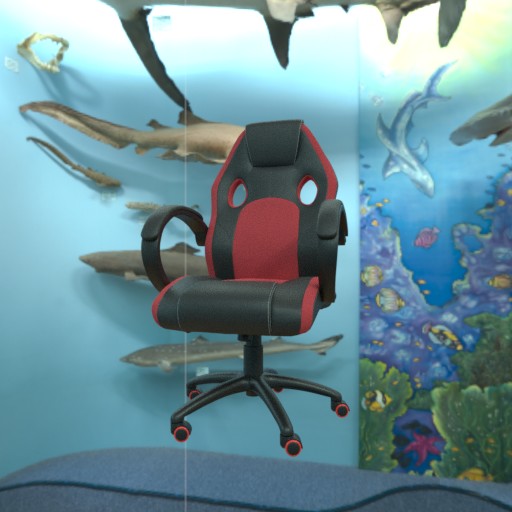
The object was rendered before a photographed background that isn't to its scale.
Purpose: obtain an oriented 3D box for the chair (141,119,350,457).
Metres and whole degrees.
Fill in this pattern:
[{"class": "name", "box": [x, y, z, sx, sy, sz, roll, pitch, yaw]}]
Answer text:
[{"class": "chair", "box": [0.000, 0.000, 1.647, 0.673, 1.187, 0.724, 0, 0, 16]}]
